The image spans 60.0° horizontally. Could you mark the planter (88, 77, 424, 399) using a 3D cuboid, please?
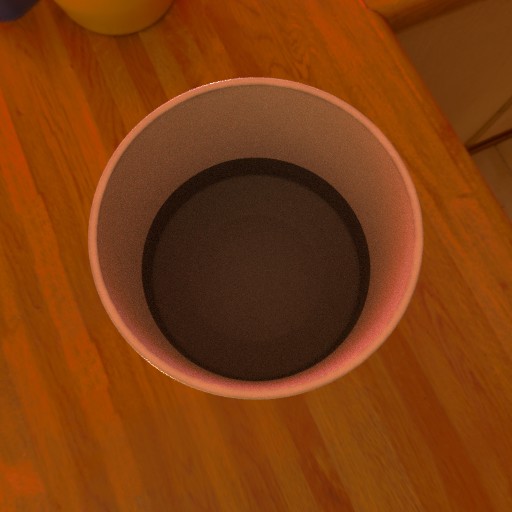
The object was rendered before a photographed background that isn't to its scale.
[{"bbox_3d":[0.000,0.000,0.221,0.128,0.105,0.128,0,76,0],"label":"planter"}]
